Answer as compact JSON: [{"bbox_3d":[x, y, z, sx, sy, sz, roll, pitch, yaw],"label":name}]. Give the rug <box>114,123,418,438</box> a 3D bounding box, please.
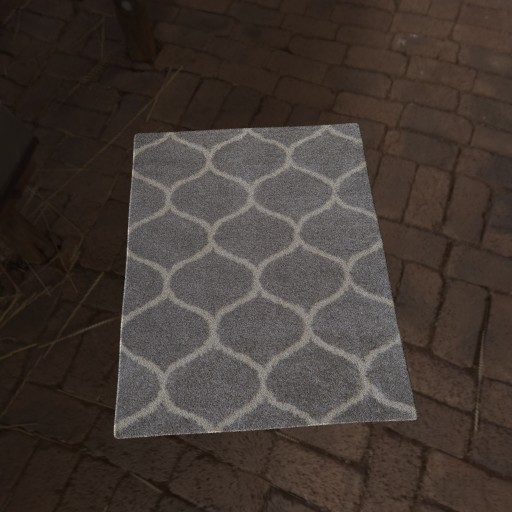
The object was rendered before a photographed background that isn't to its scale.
[{"bbox_3d":[0.000,0.000,4.104,2.399,0.026,3.000,-3,65,-1],"label":"rug"}]
